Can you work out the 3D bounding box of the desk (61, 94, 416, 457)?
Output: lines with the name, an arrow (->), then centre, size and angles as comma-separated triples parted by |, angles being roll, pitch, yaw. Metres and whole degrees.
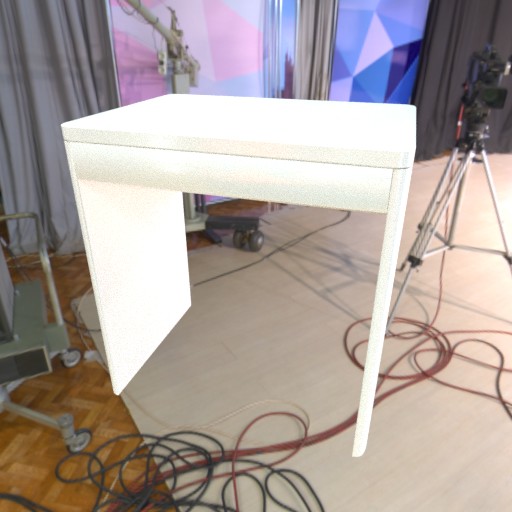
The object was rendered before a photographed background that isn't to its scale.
desk -> 0.000, 0.000, 1.292 | 0.762, 0.800, 0.549 | 8, 29, 16
